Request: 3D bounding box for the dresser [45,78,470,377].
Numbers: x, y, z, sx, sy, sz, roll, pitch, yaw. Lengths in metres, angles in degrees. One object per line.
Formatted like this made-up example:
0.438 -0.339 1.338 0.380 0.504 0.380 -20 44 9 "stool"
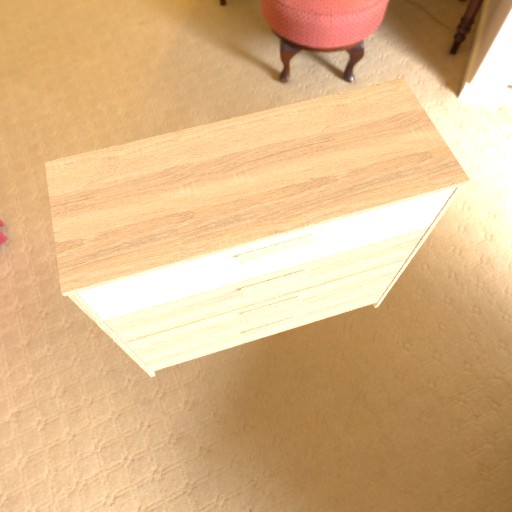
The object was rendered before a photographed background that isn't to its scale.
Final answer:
0.000 0.000 1.486 0.980 0.900 0.380 -16 64 -8 "dresser"
